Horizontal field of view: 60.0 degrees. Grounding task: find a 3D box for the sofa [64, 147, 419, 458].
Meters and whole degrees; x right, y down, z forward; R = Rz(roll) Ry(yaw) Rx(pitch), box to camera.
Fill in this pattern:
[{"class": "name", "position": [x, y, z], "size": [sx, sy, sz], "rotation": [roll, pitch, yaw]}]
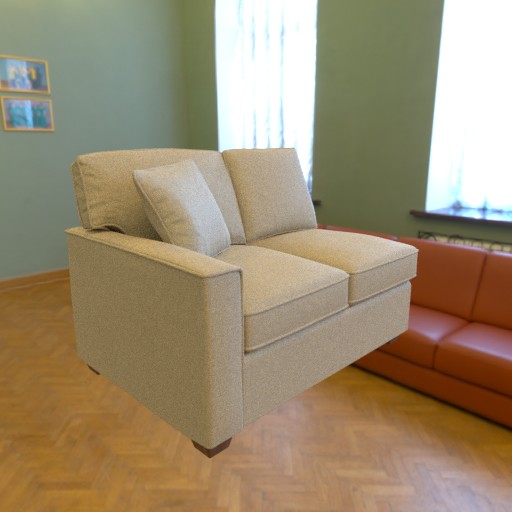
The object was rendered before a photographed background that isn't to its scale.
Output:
[{"class": "sofa", "position": [0.000, 0.000, 2.076], "size": [0.991, 0.989, 1.388], "rotation": [13, 19, 43]}]
